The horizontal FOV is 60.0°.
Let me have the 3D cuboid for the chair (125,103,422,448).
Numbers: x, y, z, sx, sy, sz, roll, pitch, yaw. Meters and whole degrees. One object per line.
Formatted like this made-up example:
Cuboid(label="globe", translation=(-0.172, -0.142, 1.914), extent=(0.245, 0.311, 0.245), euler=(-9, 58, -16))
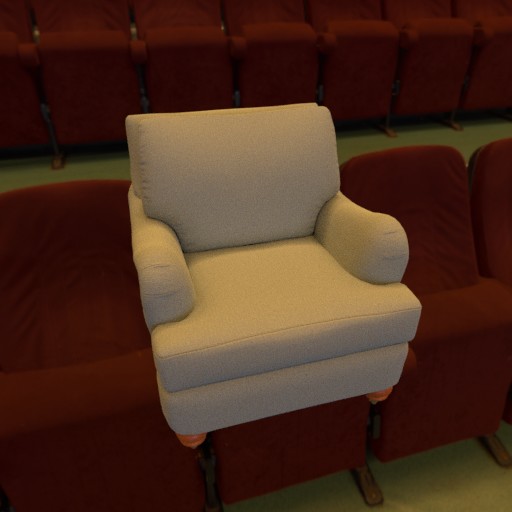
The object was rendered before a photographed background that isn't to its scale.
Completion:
Cuboid(label="chair", translation=(0.000, 0.000, 1.820), extent=(0.955, 1.038, 1.070), euler=(-8, 33, -14))
